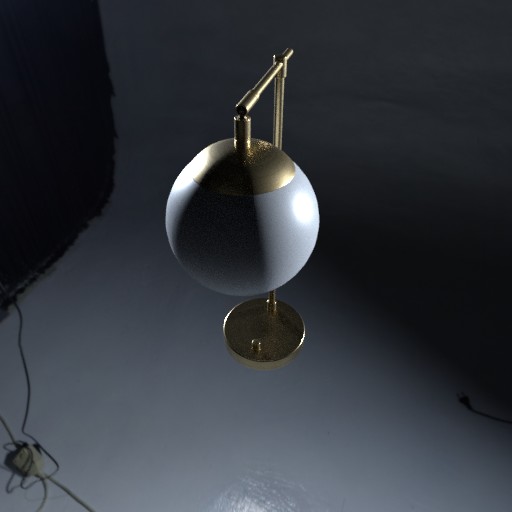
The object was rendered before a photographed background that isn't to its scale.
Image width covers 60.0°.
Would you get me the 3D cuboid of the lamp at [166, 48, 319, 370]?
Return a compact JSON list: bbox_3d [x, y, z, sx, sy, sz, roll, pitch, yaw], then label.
[{"bbox_3d":[0.000,0.000,0.724,0.207,0.559,0.324,12,43,13],"label":"lamp"}]
